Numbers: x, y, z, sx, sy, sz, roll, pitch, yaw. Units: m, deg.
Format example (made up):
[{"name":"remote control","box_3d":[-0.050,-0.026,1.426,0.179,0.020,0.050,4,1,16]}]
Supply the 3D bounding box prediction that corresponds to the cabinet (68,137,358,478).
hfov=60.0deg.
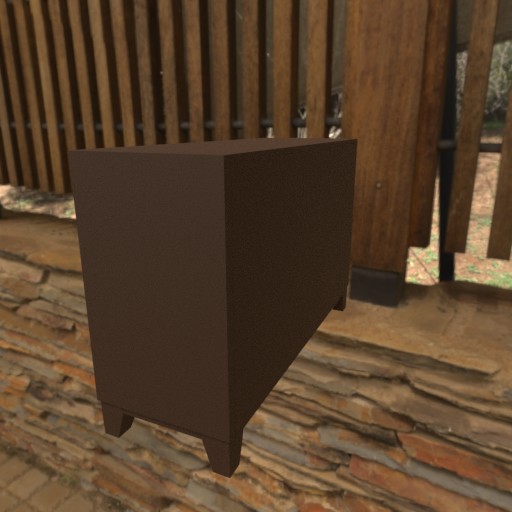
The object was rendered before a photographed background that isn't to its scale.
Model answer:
[{"name":"cabinet","box_3d":[0.000,0.000,1.845,0.482,0.914,1.396,7,18,24]}]
